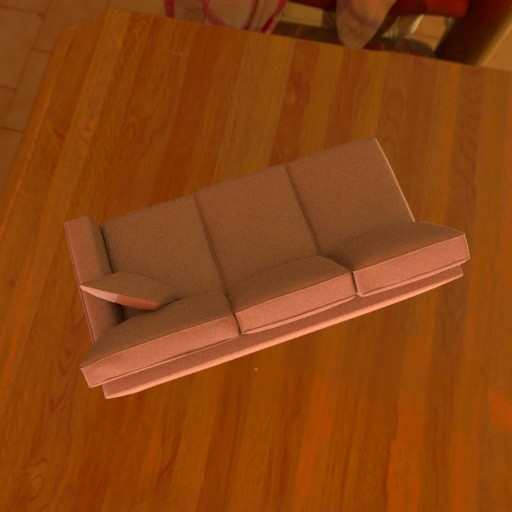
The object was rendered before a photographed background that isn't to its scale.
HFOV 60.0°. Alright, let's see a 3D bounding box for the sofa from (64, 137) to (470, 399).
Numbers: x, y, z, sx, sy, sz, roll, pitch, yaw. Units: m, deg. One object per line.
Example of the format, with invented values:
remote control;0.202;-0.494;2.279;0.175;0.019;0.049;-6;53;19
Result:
sofa;0.000;0.000;2.609;1.963;0.946;1.034;-18;76;-5
